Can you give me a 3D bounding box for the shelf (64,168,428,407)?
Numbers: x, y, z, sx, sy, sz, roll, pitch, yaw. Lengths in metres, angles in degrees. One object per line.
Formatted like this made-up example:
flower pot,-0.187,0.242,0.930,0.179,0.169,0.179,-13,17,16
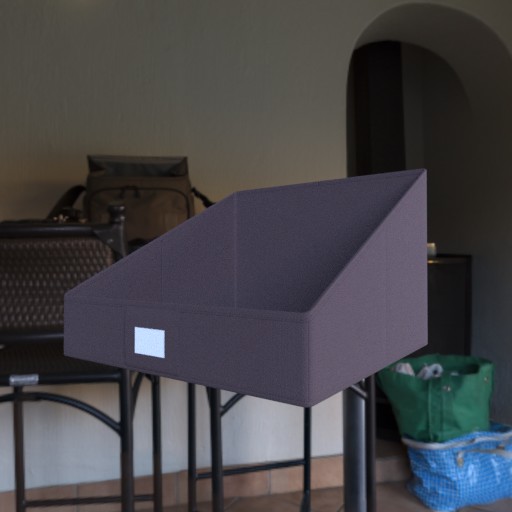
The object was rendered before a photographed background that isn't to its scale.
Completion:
shelf,0.000,0.000,0.491,0.292,0.210,0.292,-1,-1,36
